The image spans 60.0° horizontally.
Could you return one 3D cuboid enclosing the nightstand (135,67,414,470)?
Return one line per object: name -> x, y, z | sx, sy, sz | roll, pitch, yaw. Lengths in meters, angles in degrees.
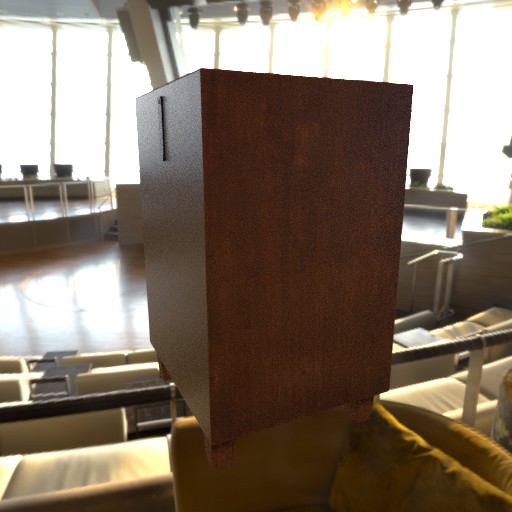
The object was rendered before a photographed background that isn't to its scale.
nightstand -> 0.000, 0.000, 0.995 | 0.410, 0.695, 0.465 | -7, 16, -25
